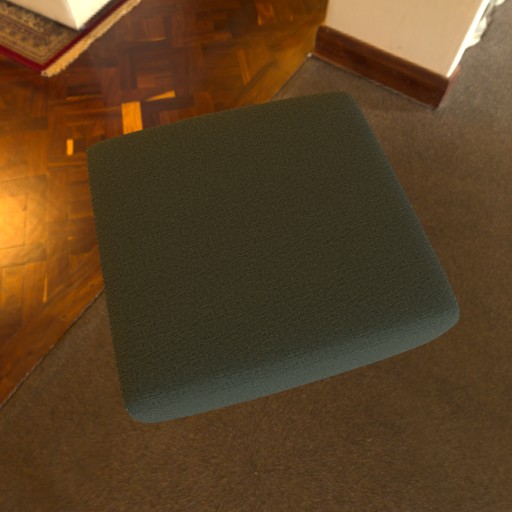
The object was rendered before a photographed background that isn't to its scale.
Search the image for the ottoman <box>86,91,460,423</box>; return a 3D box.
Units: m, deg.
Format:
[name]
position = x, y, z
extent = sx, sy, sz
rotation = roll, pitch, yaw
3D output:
[ottoman]
position = 0.000, 0.000, 1.068
extent = 0.650, 0.398, 0.649
rotation = -14, 65, -7
